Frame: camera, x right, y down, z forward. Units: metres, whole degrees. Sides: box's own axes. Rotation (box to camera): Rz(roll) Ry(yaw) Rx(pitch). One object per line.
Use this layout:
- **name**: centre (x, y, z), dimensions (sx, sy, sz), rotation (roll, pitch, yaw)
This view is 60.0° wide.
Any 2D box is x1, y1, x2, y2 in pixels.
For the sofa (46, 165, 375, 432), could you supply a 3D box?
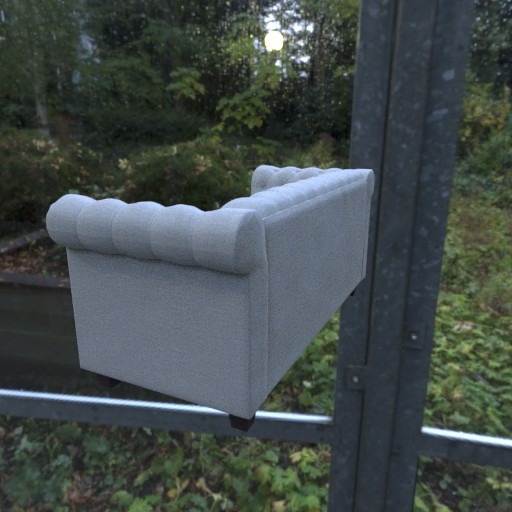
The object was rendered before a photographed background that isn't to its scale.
- **sofa**: centre (0.000, 0.000, 2.224), dimensions (0.783, 0.797, 1.798), rotation (7, 17, 25)
